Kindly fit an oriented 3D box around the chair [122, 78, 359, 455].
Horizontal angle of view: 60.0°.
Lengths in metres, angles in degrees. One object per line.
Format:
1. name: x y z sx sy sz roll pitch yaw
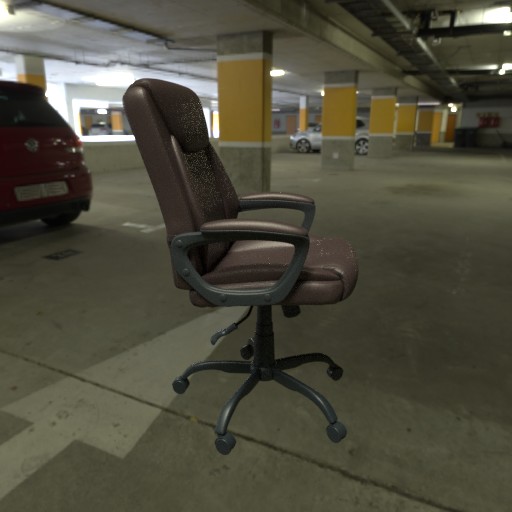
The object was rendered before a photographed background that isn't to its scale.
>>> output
1. chair: 0.000 0.000 1.455 0.655 1.072 0.615 3 16 9
